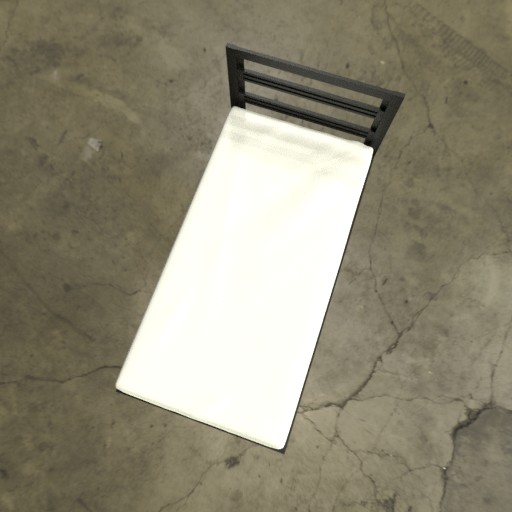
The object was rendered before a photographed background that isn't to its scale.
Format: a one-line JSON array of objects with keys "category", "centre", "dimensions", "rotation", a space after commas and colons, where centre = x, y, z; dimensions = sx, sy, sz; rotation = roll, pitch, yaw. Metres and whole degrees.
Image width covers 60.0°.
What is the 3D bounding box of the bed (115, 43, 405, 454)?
[{"category": "bed", "centre": [0.000, 0.000, 2.564], "dimensions": [0.991, 0.967, 1.930], "rotation": [18, 74, 5]}]
